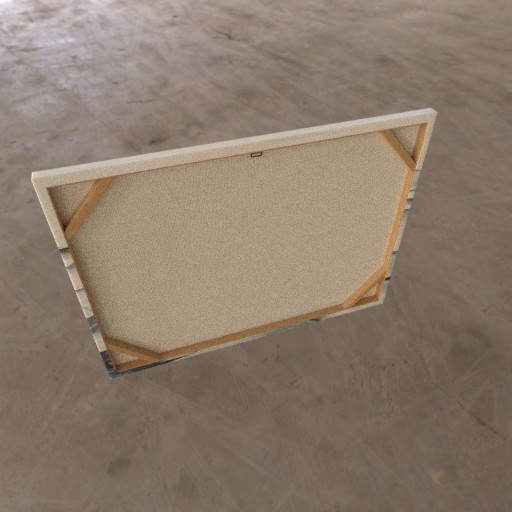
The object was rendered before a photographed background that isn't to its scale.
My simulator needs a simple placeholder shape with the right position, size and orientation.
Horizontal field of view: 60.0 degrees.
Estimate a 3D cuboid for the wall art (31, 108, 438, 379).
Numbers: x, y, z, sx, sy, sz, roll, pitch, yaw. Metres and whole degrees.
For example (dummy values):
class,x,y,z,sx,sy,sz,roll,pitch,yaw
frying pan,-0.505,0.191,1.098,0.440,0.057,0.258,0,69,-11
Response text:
class,x,y,z,sx,sy,sz,roll,pitch,yaw
wall art,0.000,0.000,1.590,1.219,0.915,0.039,-13,44,-14
